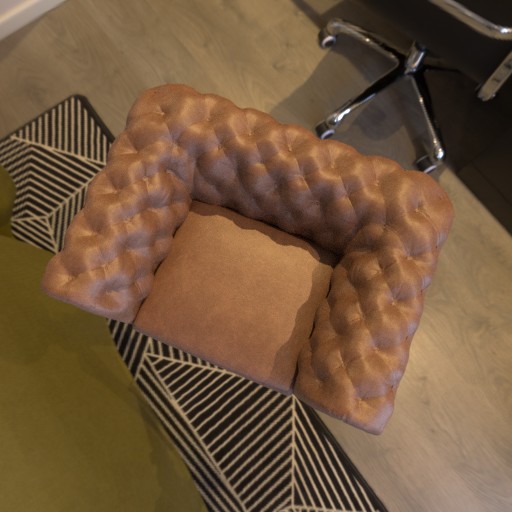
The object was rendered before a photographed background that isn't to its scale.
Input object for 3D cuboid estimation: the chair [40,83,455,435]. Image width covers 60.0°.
[{"bbox_3d":[0.000,0.000,1.871,1.298,0.784,0.954,22,78,5],"label":"chair"}]
